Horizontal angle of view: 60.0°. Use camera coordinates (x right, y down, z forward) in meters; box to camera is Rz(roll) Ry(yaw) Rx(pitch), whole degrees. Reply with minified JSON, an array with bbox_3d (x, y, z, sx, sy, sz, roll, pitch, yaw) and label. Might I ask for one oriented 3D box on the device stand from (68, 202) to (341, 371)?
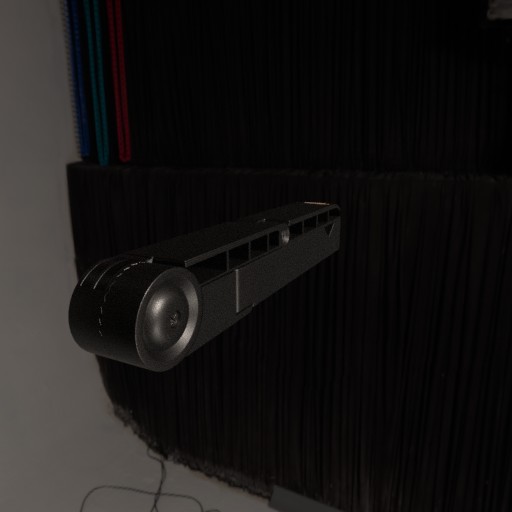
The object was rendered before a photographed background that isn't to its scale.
[{"bbox_3d":[0.000,0.000,0.194,0.026,0.030,0.179,7,16,26],"label":"device stand"}]
